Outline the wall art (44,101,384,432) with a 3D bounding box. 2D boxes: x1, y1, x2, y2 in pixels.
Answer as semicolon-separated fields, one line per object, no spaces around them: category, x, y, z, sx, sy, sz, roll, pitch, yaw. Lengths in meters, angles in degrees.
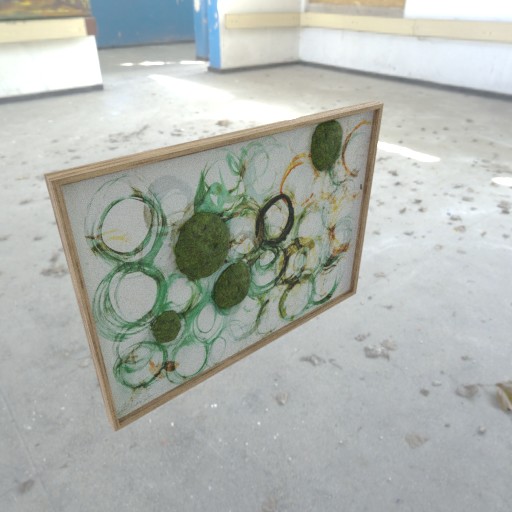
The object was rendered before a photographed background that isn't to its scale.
wall art;0.000;0.000;1.085;0.841;0.609;0.063;-23;38;-33
